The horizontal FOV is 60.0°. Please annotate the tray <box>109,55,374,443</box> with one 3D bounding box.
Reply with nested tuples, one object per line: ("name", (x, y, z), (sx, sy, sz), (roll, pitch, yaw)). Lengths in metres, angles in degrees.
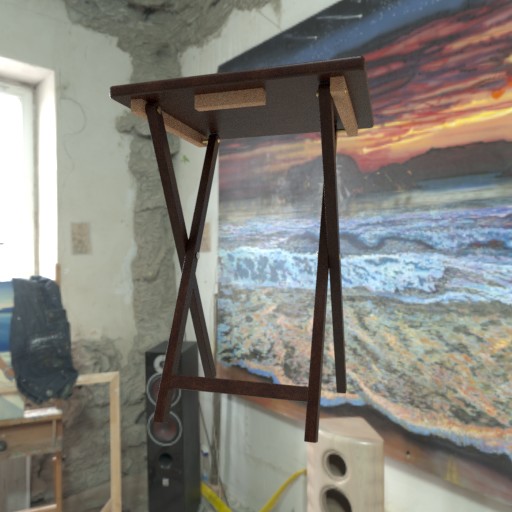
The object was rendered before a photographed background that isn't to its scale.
("tray", (0.000, 0.000, 0.972), (0.483, 0.660, 0.381), (0, 1, 17))
